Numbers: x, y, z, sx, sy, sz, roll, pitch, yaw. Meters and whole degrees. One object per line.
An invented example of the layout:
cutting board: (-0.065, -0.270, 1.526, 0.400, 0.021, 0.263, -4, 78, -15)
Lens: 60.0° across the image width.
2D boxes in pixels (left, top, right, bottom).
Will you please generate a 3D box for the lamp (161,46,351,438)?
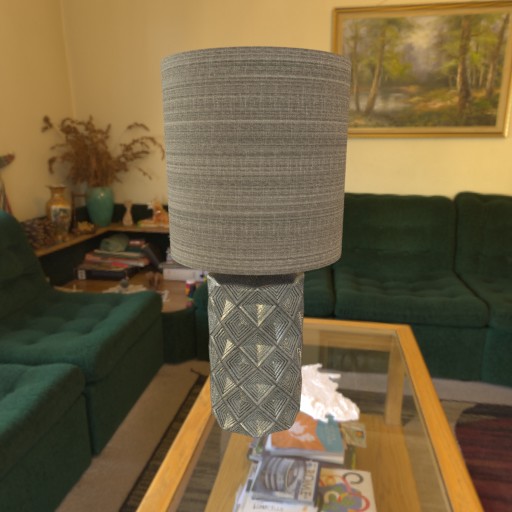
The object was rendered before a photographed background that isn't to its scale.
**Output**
lamp: (0.000, 0.000, 0.708, 0.268, 0.566, 0.269, -2, 15, -7)
